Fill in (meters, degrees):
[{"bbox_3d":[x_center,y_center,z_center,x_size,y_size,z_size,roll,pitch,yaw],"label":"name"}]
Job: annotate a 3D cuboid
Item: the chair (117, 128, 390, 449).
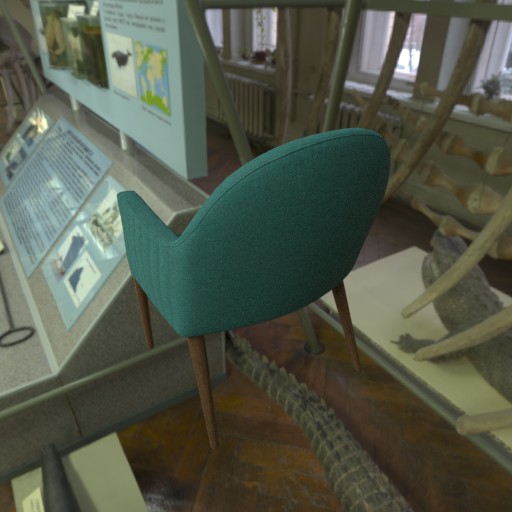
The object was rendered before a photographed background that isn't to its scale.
[{"bbox_3d":[0.000,0.000,1.379,0.656,0.907,0.652,-18,35,-28],"label":"chair"}]
